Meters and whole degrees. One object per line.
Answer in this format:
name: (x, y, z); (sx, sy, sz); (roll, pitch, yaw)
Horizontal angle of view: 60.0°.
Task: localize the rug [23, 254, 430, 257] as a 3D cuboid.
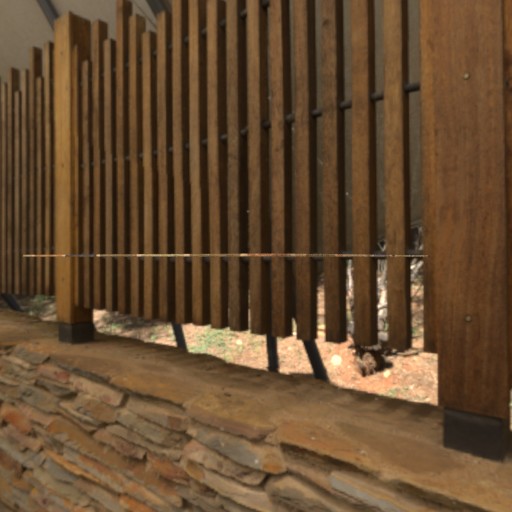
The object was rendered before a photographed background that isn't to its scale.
rug: (0.000, 0.000, 4.234); (2.439, 0.013, 3.200); (0, 0, 35)
